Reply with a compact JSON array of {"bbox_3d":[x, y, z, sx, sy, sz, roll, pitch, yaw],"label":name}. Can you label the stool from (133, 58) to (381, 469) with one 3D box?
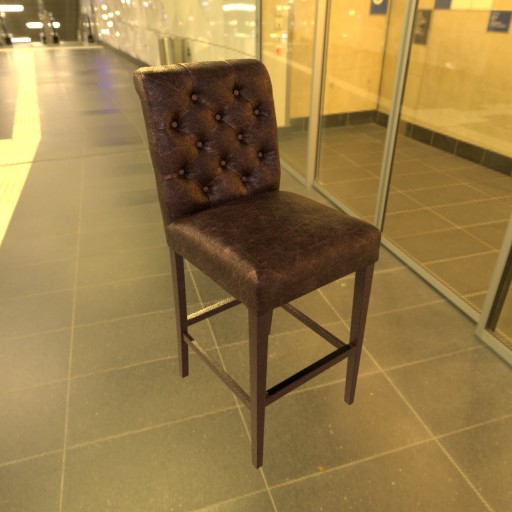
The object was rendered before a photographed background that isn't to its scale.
[{"bbox_3d":[0.000,0.000,1.504,0.483,1.168,0.659,-20,35,-32],"label":"stool"}]
